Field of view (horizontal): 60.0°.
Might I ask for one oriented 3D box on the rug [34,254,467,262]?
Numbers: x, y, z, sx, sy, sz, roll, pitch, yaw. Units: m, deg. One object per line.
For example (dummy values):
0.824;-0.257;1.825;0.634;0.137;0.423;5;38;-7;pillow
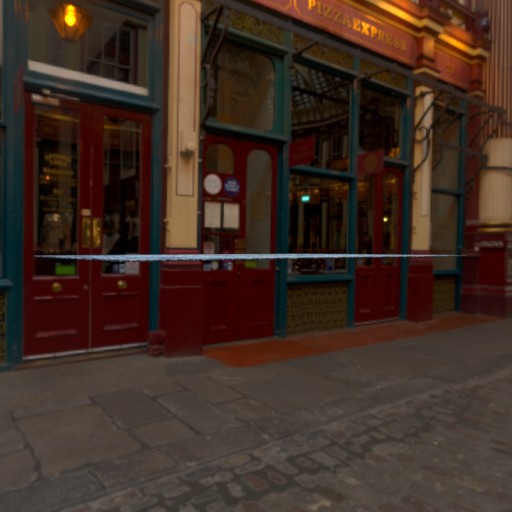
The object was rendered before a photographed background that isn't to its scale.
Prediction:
0.000;0.000;2.244;1.828;0.005;1.219;-1;1;-37;rug
